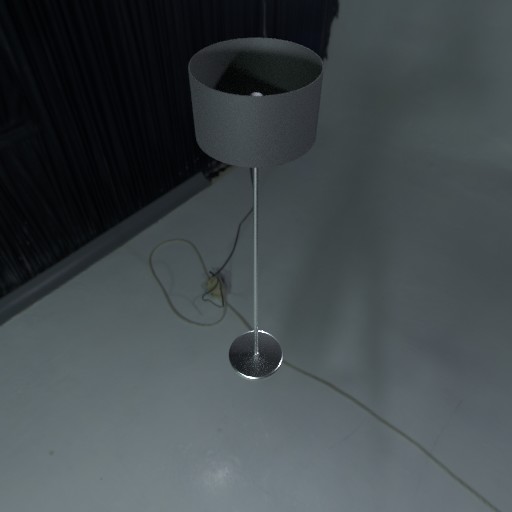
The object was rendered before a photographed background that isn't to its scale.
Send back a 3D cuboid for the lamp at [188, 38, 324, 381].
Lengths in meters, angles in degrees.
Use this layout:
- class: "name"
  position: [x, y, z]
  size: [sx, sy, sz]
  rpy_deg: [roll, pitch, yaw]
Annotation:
- class: "lamp"
  position: [0.000, 0.000, 1.668]
  size: [0.348, 1.443, 0.348]
  rpy_deg: [30, 53, 25]
